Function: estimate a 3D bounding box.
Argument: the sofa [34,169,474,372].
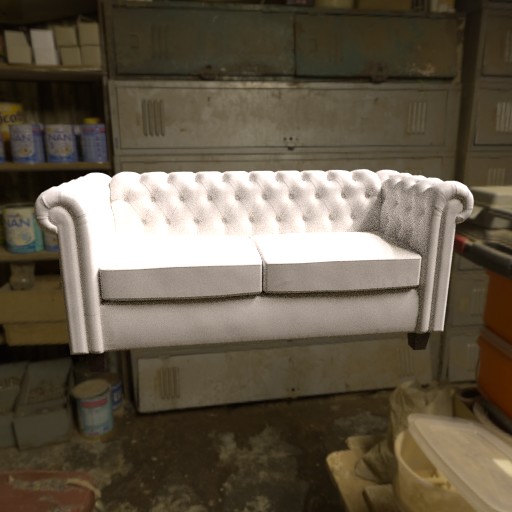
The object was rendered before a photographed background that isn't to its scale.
[{"bbox_3d":[0.000,0.000,2.210,1.798,0.796,0.771,-2,15,-8],"label":"sofa"}]
